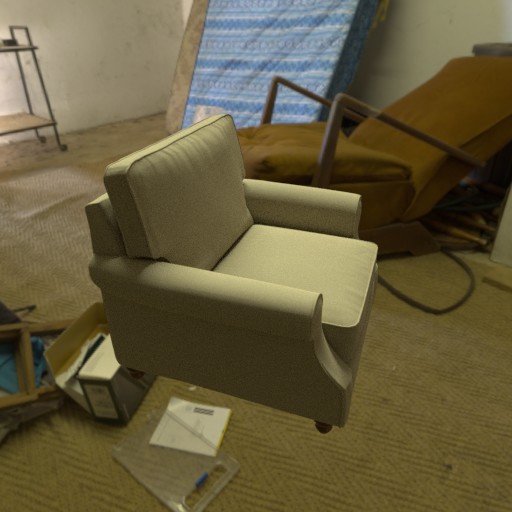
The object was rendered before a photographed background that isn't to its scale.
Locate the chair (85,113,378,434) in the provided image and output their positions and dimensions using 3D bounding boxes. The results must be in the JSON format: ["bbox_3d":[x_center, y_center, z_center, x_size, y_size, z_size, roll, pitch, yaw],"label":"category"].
[{"bbox_3d":[0.000,0.000,1.836,0.966,0.967,1.029,10,31,17],"label":"chair"}]
